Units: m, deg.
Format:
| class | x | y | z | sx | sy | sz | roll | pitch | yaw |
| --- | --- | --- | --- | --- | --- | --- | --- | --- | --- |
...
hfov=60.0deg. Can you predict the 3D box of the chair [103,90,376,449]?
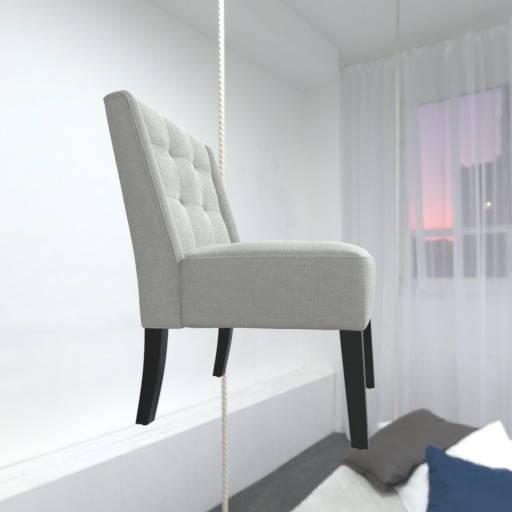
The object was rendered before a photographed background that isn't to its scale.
| class | x | y | z | sx | sy | sz | roll | pitch | yaw |
| --- | --- | --- | --- | --- | --- | --- | --- | --- | --- |
| chair | 0.000 | 0.000 | 1.300 | 0.676 | 0.853 | 0.569 | 0 | -2 | 16 |
